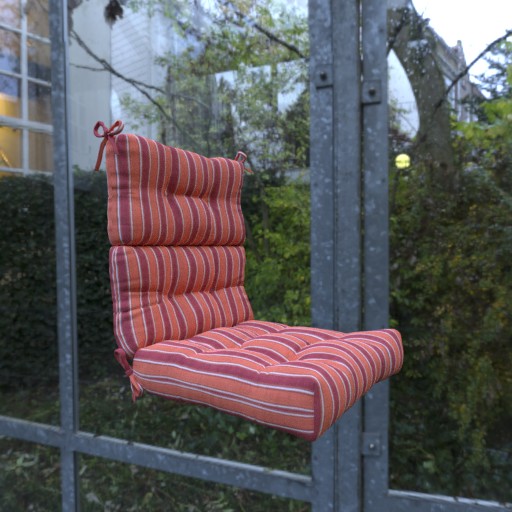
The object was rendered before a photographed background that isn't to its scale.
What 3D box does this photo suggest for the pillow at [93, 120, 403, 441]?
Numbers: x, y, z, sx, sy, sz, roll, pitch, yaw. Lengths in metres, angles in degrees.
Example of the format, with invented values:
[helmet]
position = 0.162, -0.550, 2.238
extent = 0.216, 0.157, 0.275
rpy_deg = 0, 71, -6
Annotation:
[pillow]
position = 0.000, 0.000, 1.033
extent = 0.571, 0.605, 0.519
rpy_deg = 1, 2, 34
